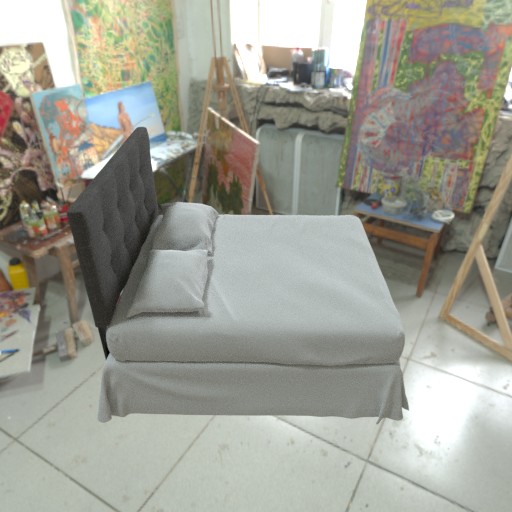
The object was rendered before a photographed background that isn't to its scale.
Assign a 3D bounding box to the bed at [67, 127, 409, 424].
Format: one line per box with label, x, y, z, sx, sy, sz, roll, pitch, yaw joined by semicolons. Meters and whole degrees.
bed;0.000;0.000;3.492;2.222;1.577;1.936;0;32;1
